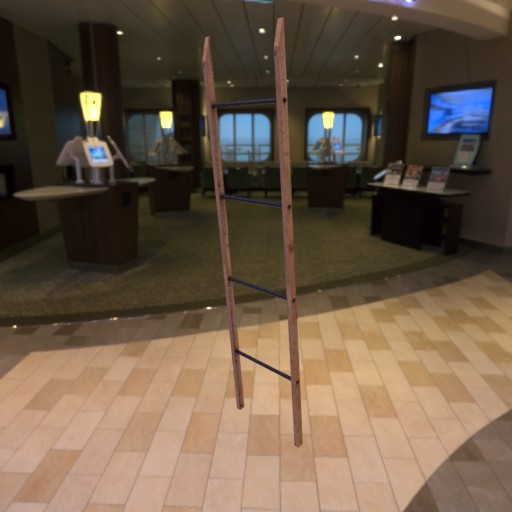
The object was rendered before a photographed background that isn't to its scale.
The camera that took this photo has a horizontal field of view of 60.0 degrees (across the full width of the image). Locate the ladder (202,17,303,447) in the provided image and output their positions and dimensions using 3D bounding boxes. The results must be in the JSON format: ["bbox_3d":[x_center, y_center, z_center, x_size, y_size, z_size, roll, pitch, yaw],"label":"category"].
[{"bbox_3d":[0.000,0.000,1.957,0.200,1.805,0.442,-14,20,-42],"label":"ladder"}]
